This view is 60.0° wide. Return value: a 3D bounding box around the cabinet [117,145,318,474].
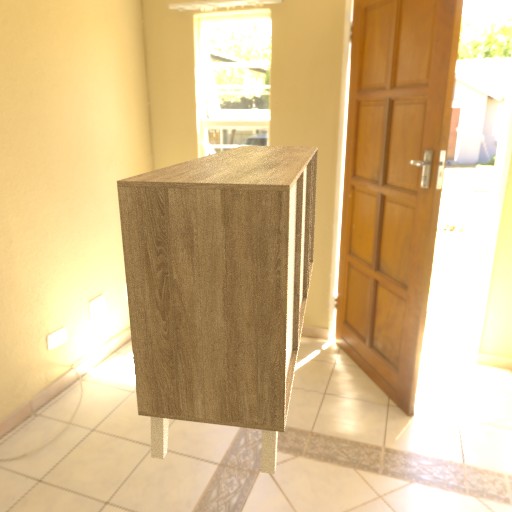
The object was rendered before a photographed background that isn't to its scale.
[{"bbox_3d":[0.000,0.000,1.990,0.450,0.870,1.600,3,17,10],"label":"cabinet"}]
